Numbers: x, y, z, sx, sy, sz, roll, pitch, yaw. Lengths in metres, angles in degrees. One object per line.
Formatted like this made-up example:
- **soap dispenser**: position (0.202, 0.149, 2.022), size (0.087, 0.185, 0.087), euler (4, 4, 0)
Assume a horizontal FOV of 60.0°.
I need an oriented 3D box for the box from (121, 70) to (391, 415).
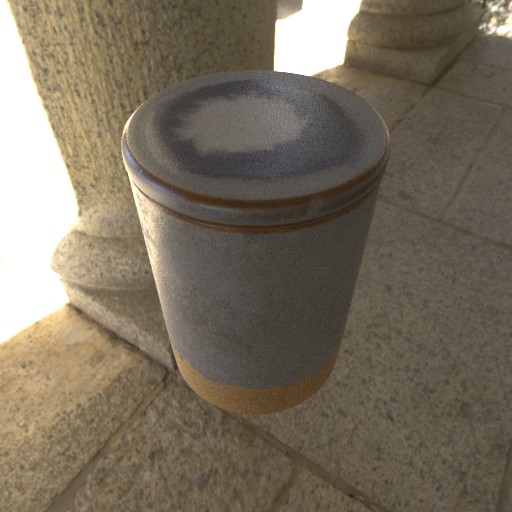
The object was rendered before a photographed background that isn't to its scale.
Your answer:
- **box**: position (0.000, 0.000, 0.254), size (0.118, 0.168, 0.118), euler (0, 45, 0)
